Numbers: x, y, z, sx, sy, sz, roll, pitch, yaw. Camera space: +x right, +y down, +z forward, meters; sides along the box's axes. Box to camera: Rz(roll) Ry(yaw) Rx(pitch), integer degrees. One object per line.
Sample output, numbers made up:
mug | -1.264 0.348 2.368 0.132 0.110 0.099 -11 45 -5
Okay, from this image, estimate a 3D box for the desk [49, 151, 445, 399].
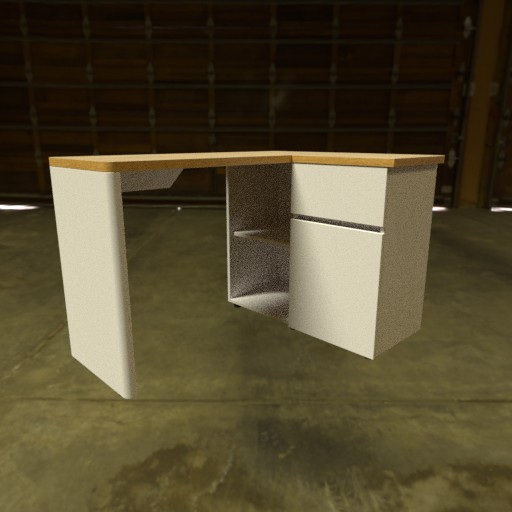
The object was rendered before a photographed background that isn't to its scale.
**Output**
desk | 0.000 0.000 1.730 1.170 0.760 0.900 -14 20 -43
